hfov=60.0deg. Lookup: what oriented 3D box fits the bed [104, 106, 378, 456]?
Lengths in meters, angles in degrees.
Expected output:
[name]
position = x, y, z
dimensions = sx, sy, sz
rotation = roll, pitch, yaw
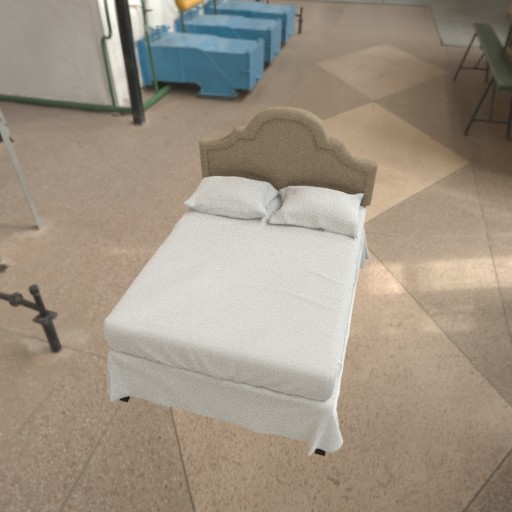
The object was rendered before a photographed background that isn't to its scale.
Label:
[bed]
position = 0.000, 0.000, 3.422
dimensions = 1.780, 1.634, 2.222
rotation = 10, 41, 12
